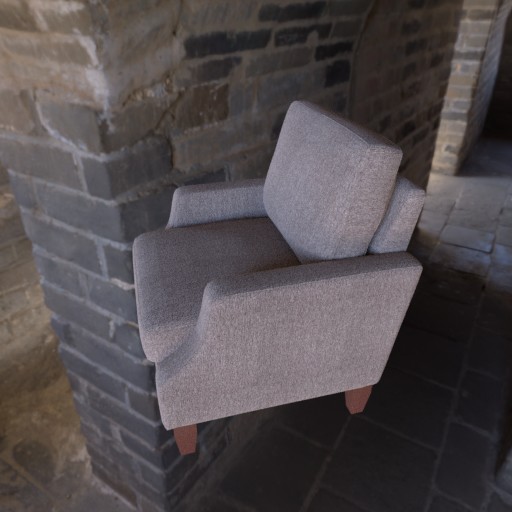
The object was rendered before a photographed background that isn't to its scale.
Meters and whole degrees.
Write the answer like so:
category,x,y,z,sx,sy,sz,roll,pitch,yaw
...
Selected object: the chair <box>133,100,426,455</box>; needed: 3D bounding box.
category,x,y,z,sx,sy,sz,roll,pitch,yaw
chair,0.000,0.000,1.654,0.897,0.993,0.855,-8,31,-14
